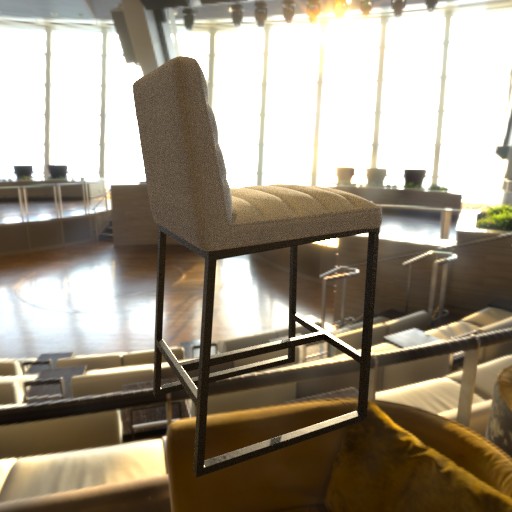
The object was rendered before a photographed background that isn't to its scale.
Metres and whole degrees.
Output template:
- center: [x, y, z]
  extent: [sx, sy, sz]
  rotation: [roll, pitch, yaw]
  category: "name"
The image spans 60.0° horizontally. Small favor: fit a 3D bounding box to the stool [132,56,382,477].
- center: [0.000, 0.000, 1.284]
  extent: [0.567, 0.971, 0.459]
  rotation: [-7, 16, -26]
  category: "stool"
